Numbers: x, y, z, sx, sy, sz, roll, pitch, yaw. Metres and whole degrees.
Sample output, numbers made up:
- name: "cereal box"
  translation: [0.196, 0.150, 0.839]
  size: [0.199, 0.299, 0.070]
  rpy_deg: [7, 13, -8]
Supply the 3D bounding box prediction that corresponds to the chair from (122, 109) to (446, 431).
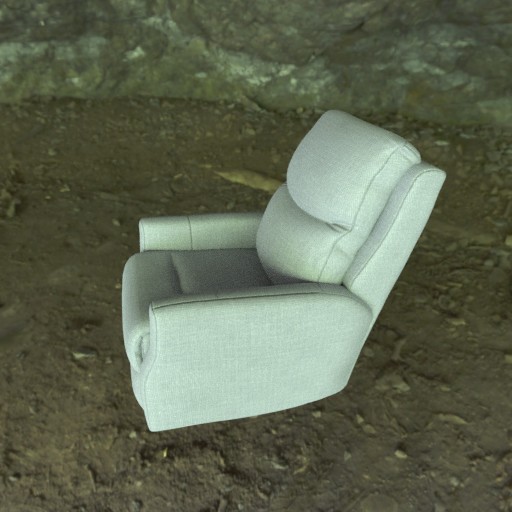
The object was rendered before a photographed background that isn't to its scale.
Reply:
- name: "chair"
  translation: [0.000, 0.000, 1.777]
  size: [1.080, 1.030, 0.829]
  rpy_deg: [-8, 30, -14]
